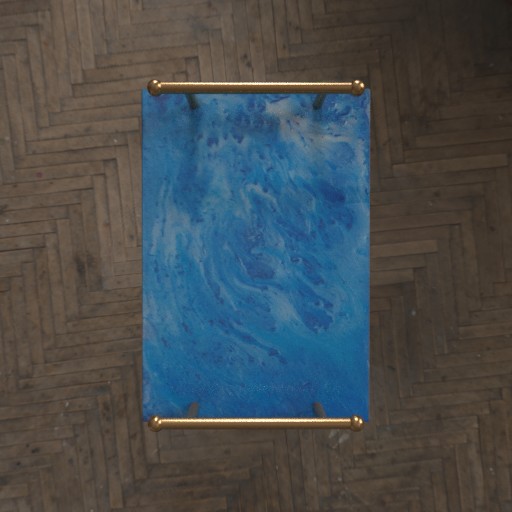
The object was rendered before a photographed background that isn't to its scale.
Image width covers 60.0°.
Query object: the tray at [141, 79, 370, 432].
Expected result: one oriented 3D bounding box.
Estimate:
[{"bbox_3d":[0.000,0.000,0.563,0.304,0.084,0.444,0,91,0],"label":"tray"}]
